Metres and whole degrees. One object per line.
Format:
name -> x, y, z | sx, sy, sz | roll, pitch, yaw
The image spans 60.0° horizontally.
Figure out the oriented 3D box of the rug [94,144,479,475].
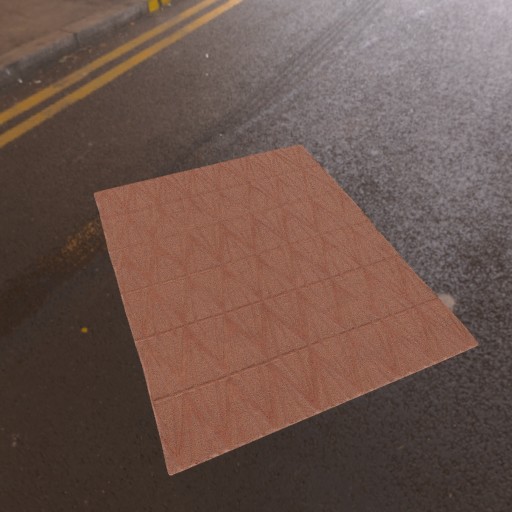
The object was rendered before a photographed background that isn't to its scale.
rug -> 0.000, 0.000, 4.030 | 2.453, 0.043, 3.052 | -17, 48, -16
